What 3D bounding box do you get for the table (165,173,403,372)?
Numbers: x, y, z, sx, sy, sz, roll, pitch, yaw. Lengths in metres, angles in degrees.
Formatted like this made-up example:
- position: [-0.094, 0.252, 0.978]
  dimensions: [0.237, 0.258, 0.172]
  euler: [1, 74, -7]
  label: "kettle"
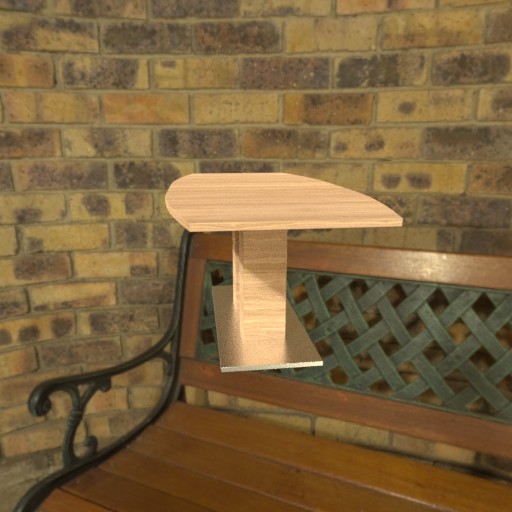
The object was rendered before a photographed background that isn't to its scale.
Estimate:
- position: [0.000, 0.000, 2.425]
  dimensions: [0.900, 0.750, 2.032]
  euler: [-2, 15, -7]
  label: "table"
